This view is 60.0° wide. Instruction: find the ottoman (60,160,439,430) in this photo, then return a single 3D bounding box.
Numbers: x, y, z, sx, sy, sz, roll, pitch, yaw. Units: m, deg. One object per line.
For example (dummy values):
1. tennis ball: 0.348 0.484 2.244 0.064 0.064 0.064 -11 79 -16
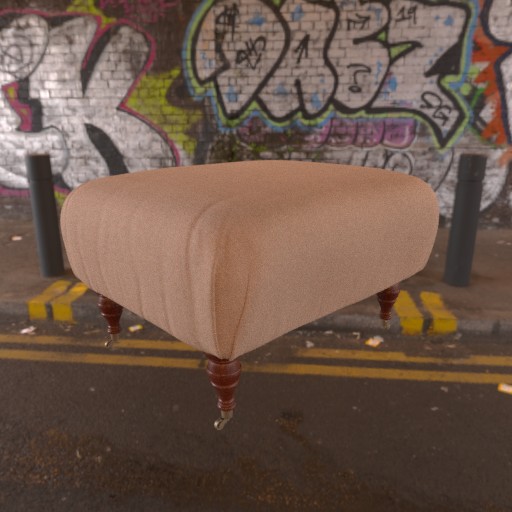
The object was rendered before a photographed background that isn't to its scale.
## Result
1. ottoman: 0.000 0.000 1.112 0.746 0.450 0.639 -15 22 -42
